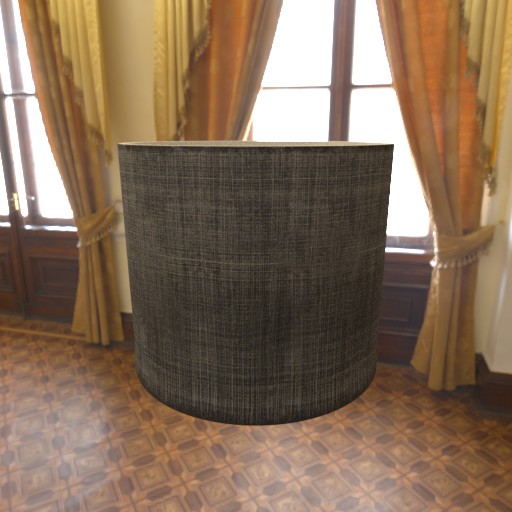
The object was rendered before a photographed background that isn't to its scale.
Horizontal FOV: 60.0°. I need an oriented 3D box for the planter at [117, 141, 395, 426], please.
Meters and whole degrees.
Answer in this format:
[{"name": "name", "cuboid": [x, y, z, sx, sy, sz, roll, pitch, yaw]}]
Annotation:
[{"name": "planter", "cuboid": [0.000, 0.000, 0.318, 0.178, 0.157, 0.178, 0, 15, 0]}]
